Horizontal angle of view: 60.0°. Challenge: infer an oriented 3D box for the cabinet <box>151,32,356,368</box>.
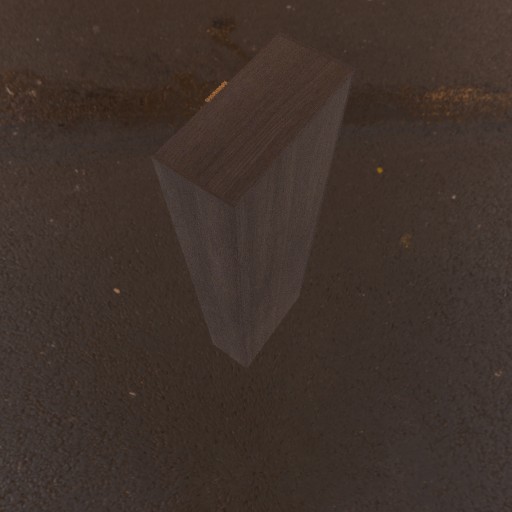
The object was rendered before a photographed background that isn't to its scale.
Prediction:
[{"bbox_3d":[0.000,0.000,1.806,0.255,1.630,0.520,33,68,15],"label":"cabinet"}]
